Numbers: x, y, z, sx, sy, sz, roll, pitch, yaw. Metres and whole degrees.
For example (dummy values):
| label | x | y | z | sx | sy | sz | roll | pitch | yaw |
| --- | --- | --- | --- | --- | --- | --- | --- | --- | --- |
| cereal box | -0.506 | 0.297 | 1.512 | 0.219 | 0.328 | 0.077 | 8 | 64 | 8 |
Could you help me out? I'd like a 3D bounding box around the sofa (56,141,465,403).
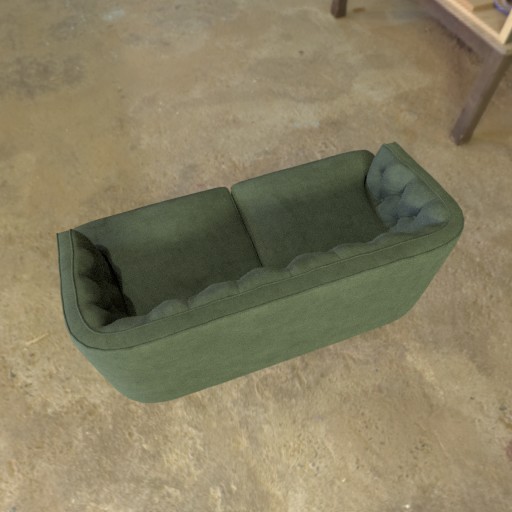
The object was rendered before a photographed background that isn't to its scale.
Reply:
| label | x | y | z | sx | sy | sz | roll | pitch | yaw |
| --- | --- | --- | --- | --- | --- | --- | --- | --- | --- |
| sofa | 0.000 | 0.000 | 2.218 | 1.733 | 0.855 | 0.941 | -17 | 59 | -10 |
